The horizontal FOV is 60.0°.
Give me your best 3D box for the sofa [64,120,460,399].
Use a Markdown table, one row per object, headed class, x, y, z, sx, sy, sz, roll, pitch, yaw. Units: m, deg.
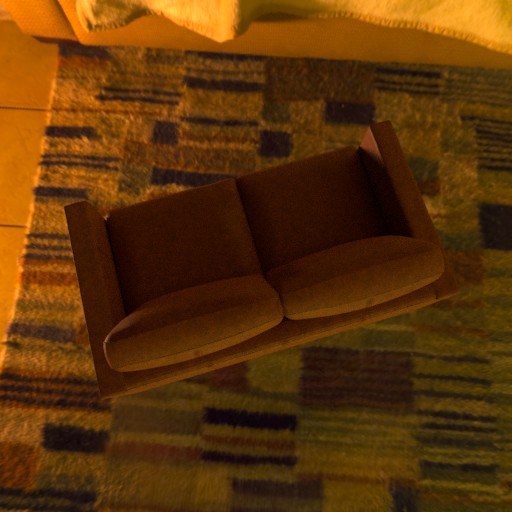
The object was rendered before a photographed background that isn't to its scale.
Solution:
| class | x | y | z | sx | sy | sz | roll | pitch | yaw |
| --- | --- | --- | --- | --- | --- | --- | --- | --- | --- |
| sofa | 0.000 | 0.000 | 2.157 | 1.578 | 0.951 | 0.909 | -16 | 76 | -4 |
